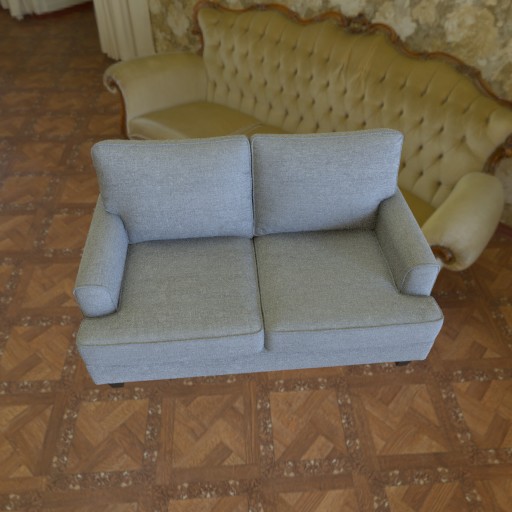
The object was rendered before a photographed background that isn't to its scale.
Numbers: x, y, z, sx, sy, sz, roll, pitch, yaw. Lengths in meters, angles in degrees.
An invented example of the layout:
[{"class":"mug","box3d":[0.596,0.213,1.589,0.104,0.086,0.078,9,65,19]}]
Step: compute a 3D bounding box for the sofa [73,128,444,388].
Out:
[{"class":"sofa","box3d":[0.000,0.000,2.220,1.651,0.965,0.965,-3,45,-3]}]
